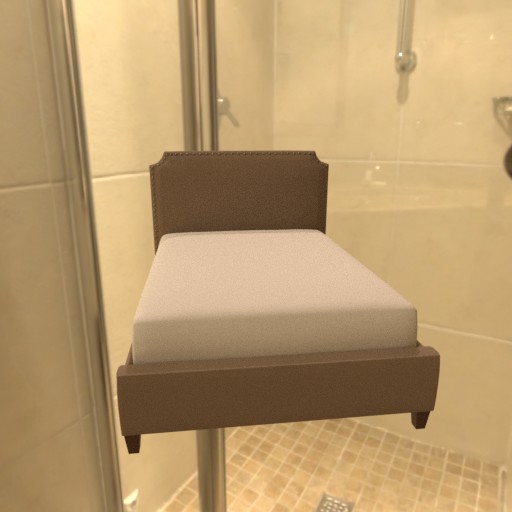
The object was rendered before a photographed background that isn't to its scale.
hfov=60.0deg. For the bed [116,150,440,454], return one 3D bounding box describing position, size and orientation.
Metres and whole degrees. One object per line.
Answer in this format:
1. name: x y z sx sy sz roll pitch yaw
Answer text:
1. bed: 0.000 0.000 3.303 1.713 1.443 2.372 -2 16 -7
